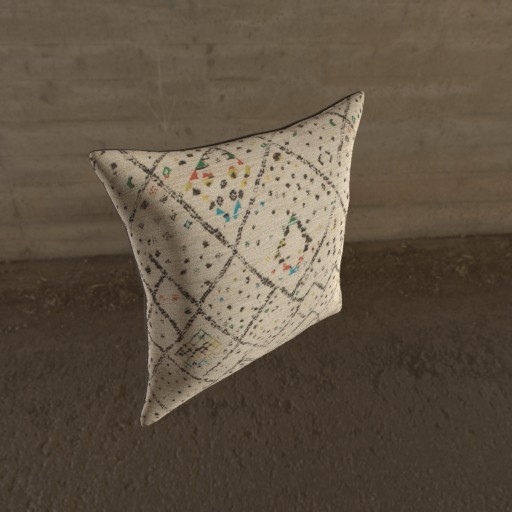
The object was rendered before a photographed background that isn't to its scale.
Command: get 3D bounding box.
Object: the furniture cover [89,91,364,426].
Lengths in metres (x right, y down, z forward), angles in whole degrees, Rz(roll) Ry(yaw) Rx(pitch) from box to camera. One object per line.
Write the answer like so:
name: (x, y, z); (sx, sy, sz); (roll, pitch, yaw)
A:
furniture cover: (0.000, 0.000, 0.791); (0.525, 0.498, 0.180); (-24, 38, -34)
